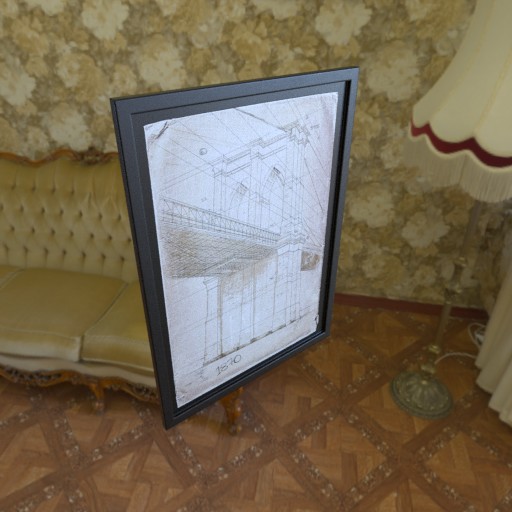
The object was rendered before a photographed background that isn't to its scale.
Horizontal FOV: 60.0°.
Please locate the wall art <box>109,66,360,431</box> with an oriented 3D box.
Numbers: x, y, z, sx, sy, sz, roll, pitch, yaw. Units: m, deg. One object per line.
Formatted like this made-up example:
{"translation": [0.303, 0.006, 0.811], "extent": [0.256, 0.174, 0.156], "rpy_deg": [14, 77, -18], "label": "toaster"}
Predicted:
{"translation": [0.000, 0.000, 0.877], "extent": [0.480, 0.657, 0.016], "rpy_deg": [-22, 37, -32], "label": "wall art"}
